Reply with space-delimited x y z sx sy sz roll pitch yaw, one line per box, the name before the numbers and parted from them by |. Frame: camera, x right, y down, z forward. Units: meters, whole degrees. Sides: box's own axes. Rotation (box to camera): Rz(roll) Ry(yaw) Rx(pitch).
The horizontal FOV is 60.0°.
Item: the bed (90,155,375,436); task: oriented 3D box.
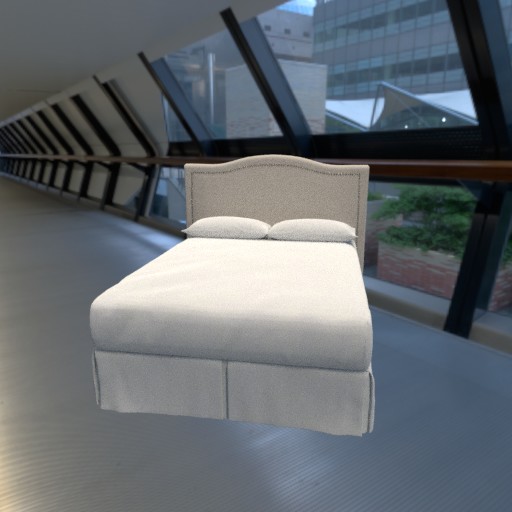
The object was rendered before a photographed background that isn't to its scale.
bed | 0.000 0.000 3.374 1.753 1.460 2.143 2 14 9
